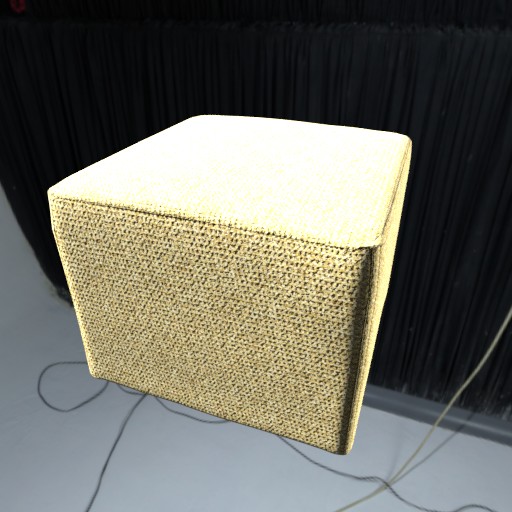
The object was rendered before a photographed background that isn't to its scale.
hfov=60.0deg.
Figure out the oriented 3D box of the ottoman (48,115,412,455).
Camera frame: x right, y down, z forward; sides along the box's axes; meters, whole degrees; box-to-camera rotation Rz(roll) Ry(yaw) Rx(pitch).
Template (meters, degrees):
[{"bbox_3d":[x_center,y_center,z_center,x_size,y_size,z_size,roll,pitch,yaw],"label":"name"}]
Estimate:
[{"bbox_3d":[0.000,0.000,0.876,0.505,0.441,0.512,11,32,18],"label":"ottoman"}]
